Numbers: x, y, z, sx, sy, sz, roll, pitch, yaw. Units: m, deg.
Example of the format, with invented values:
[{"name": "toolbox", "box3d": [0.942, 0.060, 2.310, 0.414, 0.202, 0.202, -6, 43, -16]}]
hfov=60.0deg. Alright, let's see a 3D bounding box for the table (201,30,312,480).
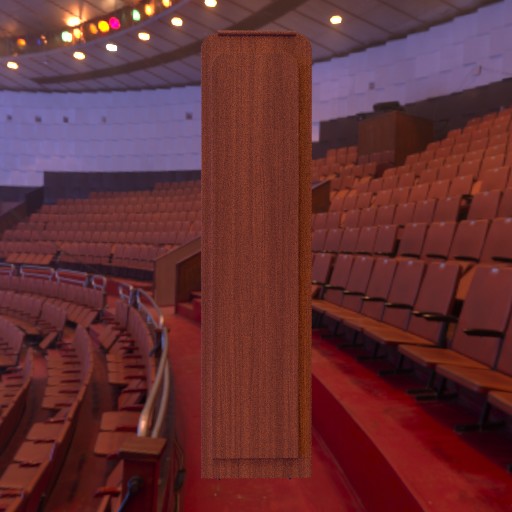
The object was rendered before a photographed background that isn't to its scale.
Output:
[{"name": "table", "box3d": [0.000, 0.000, 2.004, 0.450, 1.830, 0.420, 0, 1, -1]}]
